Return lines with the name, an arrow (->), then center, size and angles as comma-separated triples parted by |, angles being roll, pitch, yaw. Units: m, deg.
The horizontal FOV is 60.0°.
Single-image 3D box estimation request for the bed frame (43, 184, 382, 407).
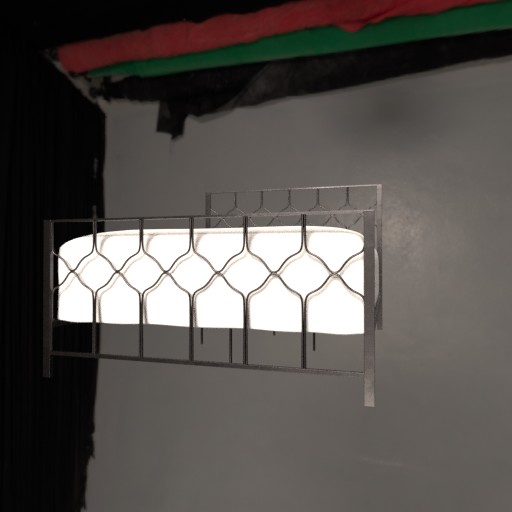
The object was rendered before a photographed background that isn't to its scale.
bed frame -> 0.000, 0.000, 2.972 | 1.597, 1.222, 2.063 | 0, -1, 17
